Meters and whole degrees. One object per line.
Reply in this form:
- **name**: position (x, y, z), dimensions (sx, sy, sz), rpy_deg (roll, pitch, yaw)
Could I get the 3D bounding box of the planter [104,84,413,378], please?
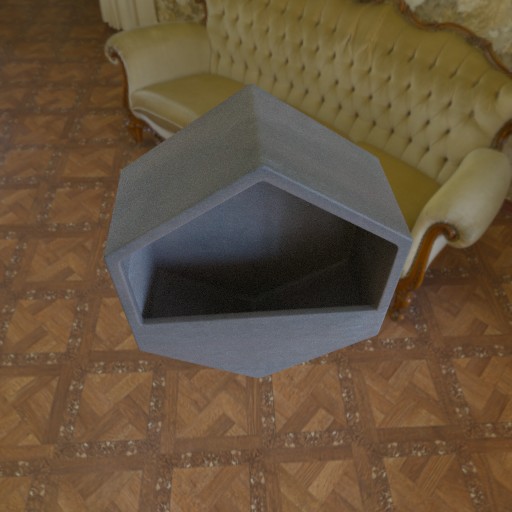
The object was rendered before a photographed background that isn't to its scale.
- **planter**: position (0.000, 0.000, 0.301), dimensions (0.169, 0.206, 0.077), rpy_deg (-3, 48, -3)
